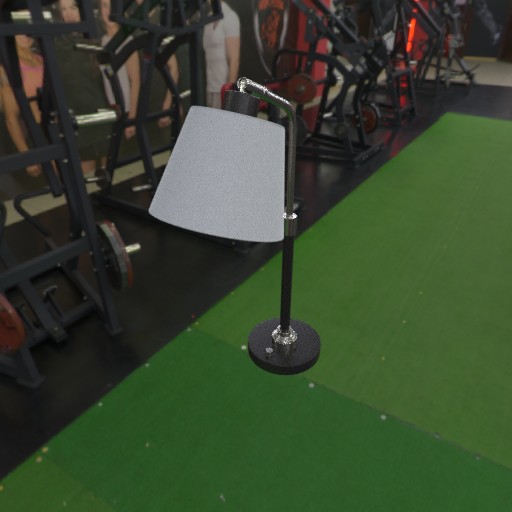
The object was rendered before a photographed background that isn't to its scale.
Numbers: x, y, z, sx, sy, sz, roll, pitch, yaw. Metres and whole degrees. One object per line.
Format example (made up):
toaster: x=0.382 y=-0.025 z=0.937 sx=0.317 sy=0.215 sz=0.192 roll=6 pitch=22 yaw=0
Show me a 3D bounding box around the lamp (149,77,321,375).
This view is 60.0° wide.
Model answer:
lamp: x=0.000 y=0.000 z=0.704 sx=0.181 sy=0.539 sz=0.348 roll=19 pitch=36 yaw=30
